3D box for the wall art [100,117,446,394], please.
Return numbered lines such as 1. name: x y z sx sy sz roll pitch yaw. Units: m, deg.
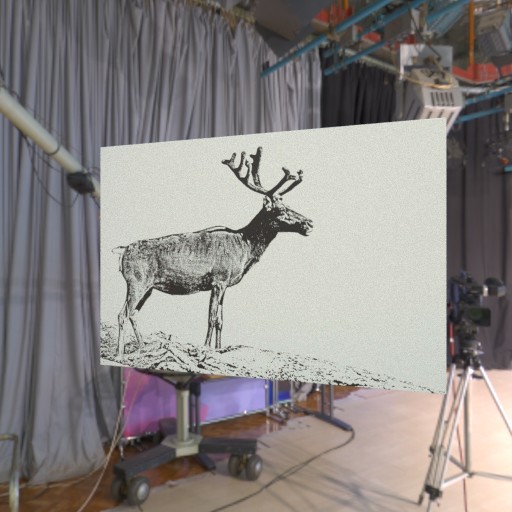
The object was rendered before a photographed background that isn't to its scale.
1. wall art: 0.000 0.000 0.772 0.608 0.414 0.042 0 0 18
